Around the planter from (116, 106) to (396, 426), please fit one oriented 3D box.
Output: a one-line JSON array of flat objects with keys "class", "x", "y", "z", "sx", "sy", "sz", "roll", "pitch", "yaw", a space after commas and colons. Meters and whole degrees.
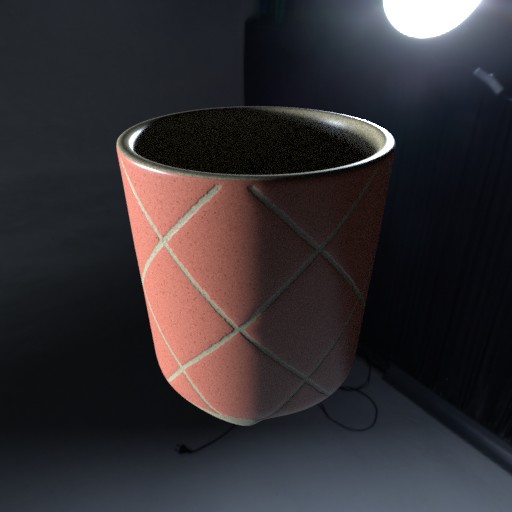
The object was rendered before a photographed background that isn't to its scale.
[{"class": "planter", "x": 0.000, "y": 0.000, "z": 0.361, "sx": 0.191, "sy": 0.200, "sz": 0.191, "roll": 0, "pitch": 30, "yaw": 0}]
